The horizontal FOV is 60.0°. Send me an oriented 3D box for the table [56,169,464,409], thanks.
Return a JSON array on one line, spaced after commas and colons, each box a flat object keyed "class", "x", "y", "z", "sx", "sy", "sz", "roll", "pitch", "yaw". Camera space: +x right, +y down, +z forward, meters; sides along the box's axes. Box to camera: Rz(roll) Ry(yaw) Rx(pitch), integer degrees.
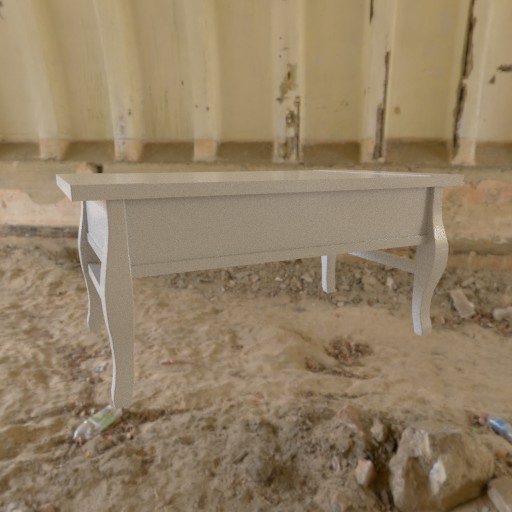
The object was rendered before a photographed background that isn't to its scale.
[{"class": "table", "x": 0.000, "y": 0.000, "z": 1.368, "sx": 1.062, "sy": 0.495, "sz": 0.600, "roll": -6, "pitch": 14, "yaw": -25}]
